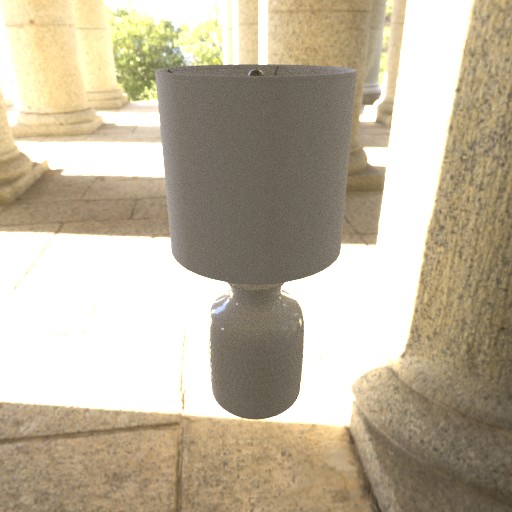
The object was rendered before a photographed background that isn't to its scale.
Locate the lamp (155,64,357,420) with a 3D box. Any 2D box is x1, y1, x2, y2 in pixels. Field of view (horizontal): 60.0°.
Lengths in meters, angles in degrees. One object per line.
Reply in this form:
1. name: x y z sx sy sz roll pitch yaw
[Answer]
1. lamp: 0.000 0.000 0.504 0.188 0.392 0.188 -18 31 -32
